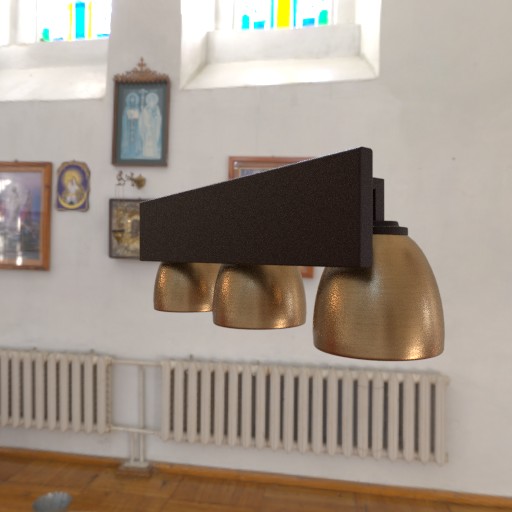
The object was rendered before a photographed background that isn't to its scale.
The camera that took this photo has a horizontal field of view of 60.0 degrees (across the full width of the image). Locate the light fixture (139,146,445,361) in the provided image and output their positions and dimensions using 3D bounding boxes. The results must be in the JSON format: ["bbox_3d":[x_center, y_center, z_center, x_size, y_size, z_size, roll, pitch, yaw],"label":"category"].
[{"bbox_3d":[0.000,0.000,0.671,0.157,0.204,0.582,0,0,-36],"label":"light fixture"}]
